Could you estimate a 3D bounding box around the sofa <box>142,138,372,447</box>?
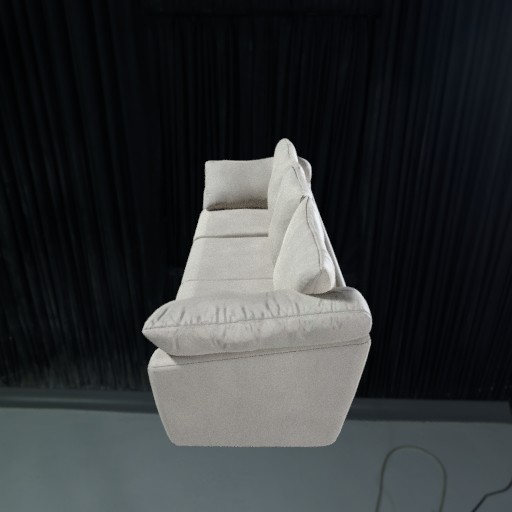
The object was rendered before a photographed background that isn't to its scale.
[{"bbox_3d":[0.000,0.000,2.751,0.878,0.996,2.334,0,27,0],"label":"sofa"}]
